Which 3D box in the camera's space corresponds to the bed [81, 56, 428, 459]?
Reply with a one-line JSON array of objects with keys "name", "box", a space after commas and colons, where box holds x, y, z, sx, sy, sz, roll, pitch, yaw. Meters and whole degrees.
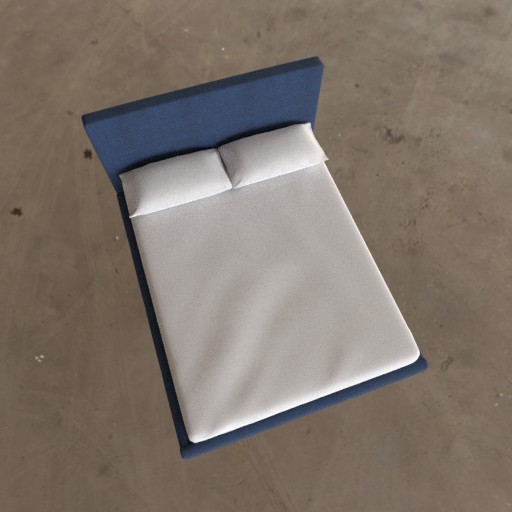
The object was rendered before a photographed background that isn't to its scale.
[{"name": "bed", "box": [0.000, 0.000, 3.131, 1.723, 1.231, 2.172, -17, 66, -8]}]
